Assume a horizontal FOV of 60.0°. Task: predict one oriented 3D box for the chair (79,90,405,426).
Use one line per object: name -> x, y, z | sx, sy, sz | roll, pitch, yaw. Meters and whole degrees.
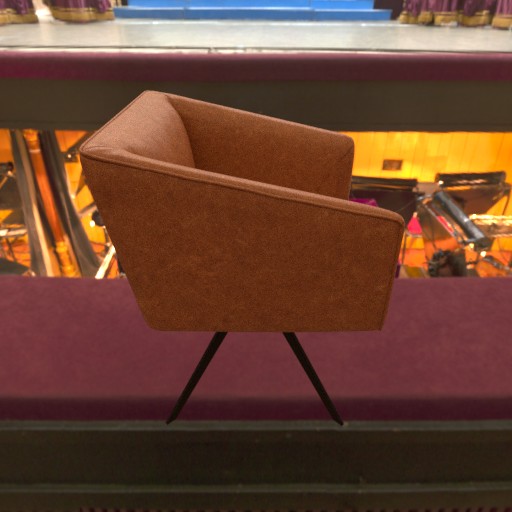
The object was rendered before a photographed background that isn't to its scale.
chair -> 0.000, 0.000, 1.202 | 0.625, 0.760, 0.588 | 0, 31, 0
